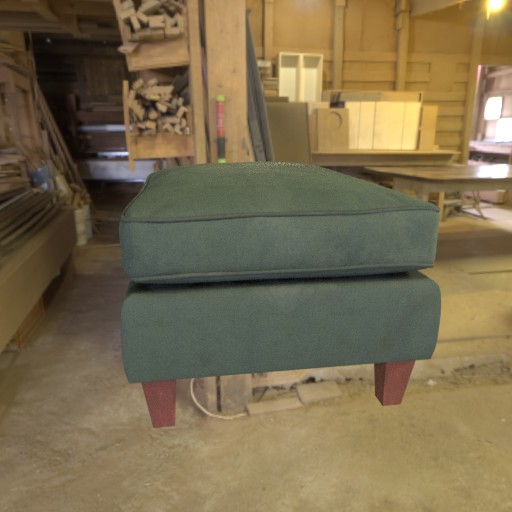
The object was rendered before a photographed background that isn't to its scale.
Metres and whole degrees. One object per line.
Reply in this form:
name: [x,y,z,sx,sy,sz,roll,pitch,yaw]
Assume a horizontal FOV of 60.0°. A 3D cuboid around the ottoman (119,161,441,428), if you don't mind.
ottoman: [0.000,0.000,1.245,0.632,0.495,0.864,-2,16,-8]
